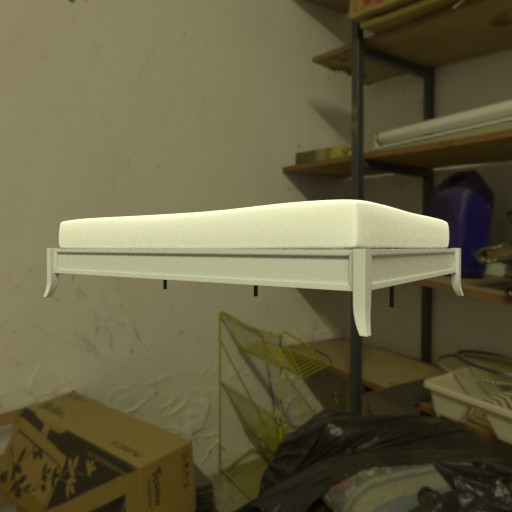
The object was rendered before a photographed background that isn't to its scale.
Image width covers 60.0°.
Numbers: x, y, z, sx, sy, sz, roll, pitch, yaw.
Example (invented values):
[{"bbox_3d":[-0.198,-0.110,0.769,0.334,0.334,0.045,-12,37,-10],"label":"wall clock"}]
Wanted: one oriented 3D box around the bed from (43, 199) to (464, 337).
[{"bbox_3d":[0.000,0.000,2.788,2.108,0.510,1.604,1,1,36],"label":"bed"}]
